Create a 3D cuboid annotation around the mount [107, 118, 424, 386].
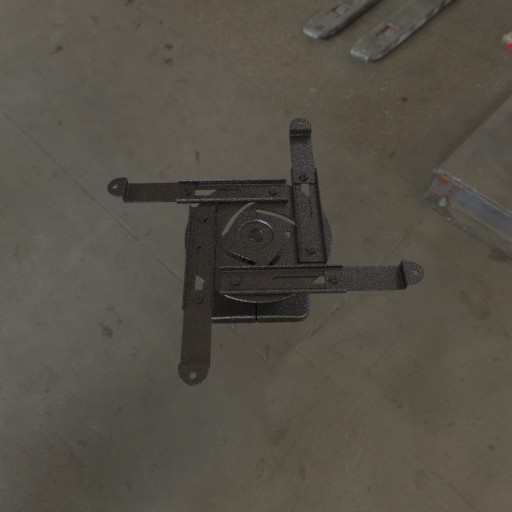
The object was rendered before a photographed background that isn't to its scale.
[{"bbox_3d":[0.000,0.000,0.617,0.394,0.141,0.394,-1,59,-1],"label":"mount"}]
